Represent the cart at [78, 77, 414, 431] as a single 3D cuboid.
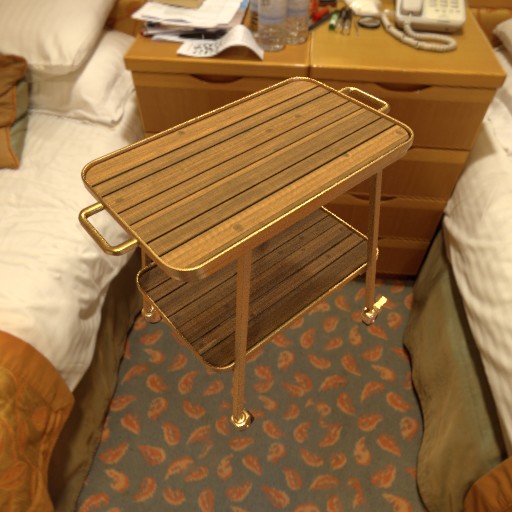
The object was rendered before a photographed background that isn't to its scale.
[{"bbox_3d":[0.000,0.000,1.251,0.806,0.700,0.524,-32,55,-26],"label":"cart"}]
